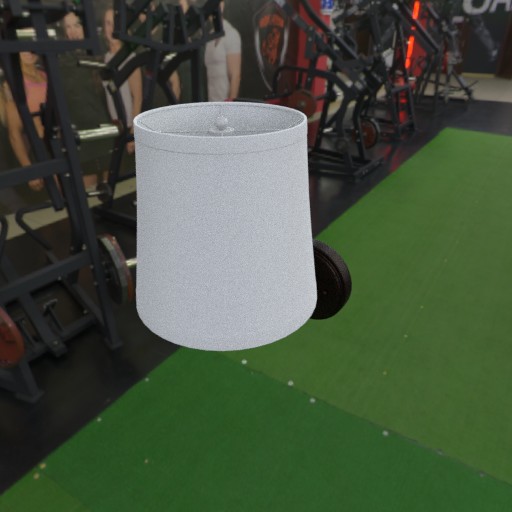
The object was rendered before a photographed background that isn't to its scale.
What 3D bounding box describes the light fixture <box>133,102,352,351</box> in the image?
[{"bbox_3d":[0.000,0.000,0.266,0.100,0.172,0.157,19,34,30],"label":"light fixture"}]
